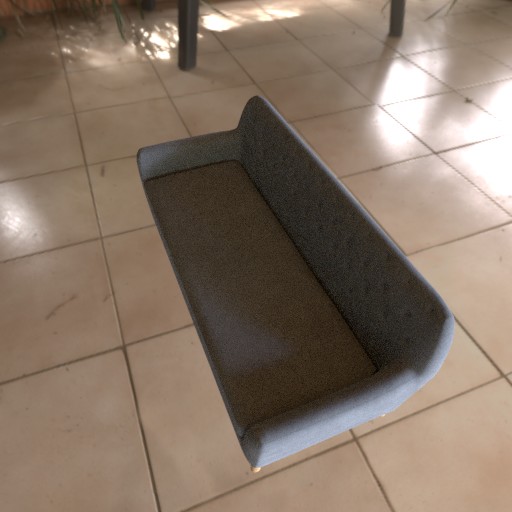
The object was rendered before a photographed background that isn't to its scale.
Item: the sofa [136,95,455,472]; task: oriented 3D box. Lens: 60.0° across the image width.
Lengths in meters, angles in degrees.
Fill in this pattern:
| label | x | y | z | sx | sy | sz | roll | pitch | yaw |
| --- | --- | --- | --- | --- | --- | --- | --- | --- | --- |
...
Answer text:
| label | x | y | z | sx | sy | sz | roll | pitch | yaw |
| --- | --- | --- | --- | --- | --- | --- | --- | --- | --- |
| sofa | 0.000 | 0.000 | 2.332 | 0.830 | 0.830 | 1.970 | -17 | 49 | -15 |
